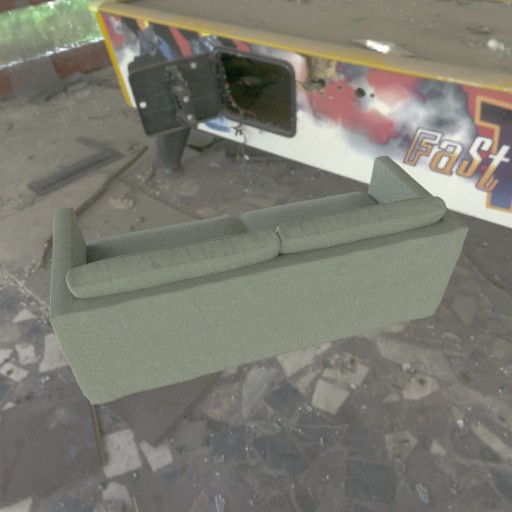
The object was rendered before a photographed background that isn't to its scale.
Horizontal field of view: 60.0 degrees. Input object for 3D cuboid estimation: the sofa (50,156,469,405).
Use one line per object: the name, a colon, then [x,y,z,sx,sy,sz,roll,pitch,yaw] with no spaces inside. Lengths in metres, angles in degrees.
sofa: [0.000,0.000,2.797,2.312,0.853,0.962,-12,42,-13]
